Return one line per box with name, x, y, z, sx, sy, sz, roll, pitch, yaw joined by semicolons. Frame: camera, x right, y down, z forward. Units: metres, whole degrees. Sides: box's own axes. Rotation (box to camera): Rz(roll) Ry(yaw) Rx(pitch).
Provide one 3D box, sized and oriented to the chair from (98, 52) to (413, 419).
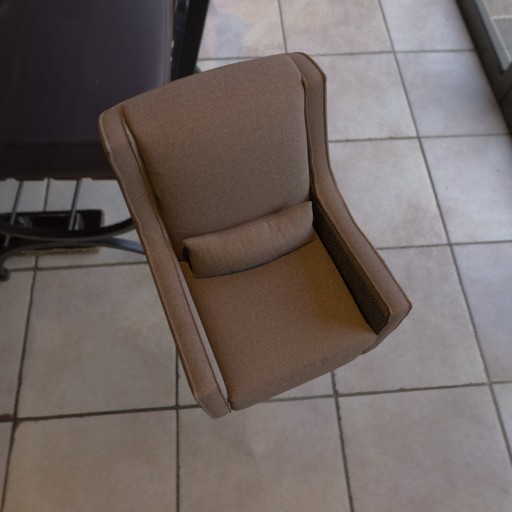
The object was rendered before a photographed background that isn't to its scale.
chair;0.000;0.000;1.595;0.732;0.993;0.879;-21;67;-9
